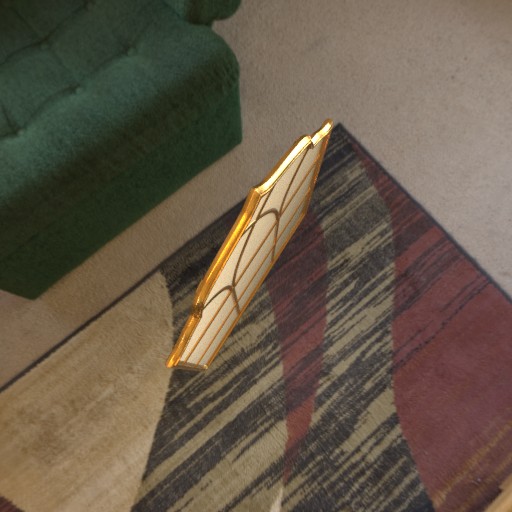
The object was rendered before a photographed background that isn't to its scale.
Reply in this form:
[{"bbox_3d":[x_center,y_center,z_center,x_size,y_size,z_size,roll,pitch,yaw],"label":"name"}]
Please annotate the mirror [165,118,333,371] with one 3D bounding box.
[{"bbox_3d":[0.000,0.000,0.877,0.018,0.635,0.513,31,77,8],"label":"mirror"}]
